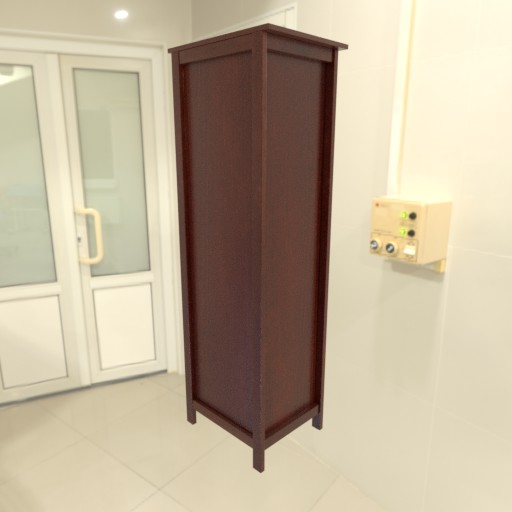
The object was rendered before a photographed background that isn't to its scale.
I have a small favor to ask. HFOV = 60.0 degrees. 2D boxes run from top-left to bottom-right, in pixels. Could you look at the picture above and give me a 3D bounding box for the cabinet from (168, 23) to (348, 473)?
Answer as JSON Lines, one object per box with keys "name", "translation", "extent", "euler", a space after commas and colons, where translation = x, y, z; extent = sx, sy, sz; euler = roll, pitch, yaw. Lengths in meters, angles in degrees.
{"name": "cabinet", "translation": [0.000, 0.000, 1.744], "extent": [0.401, 1.518, 0.500], "euler": [-14, 20, -43]}
